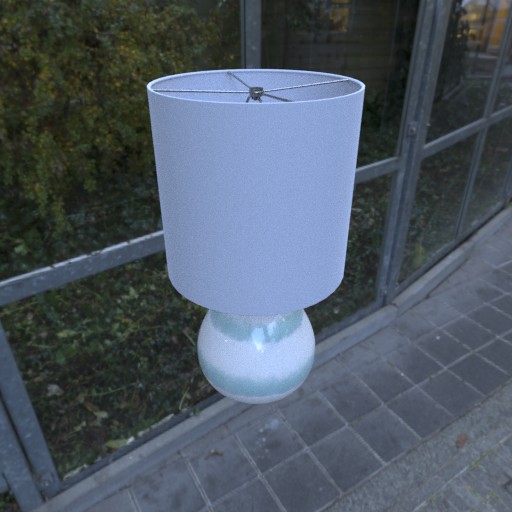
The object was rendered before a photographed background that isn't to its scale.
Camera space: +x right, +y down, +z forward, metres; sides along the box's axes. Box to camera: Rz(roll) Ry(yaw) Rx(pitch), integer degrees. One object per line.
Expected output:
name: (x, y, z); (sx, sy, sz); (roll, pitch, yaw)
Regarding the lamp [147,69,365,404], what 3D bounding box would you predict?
lamp: (0.000, 0.000, 0.549); (0.217, 0.404, 0.217); (-9, 31, -16)
